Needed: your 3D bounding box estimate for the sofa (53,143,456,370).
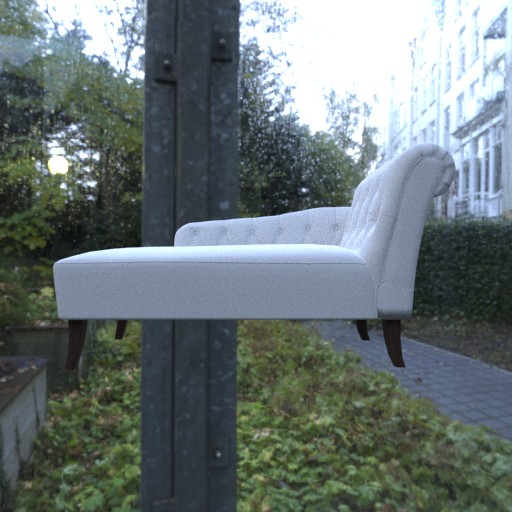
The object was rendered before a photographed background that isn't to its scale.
[{"bbox_3d":[0.000,0.000,1.824,1.379,0.787,0.675,0,0,0],"label":"sofa"}]
